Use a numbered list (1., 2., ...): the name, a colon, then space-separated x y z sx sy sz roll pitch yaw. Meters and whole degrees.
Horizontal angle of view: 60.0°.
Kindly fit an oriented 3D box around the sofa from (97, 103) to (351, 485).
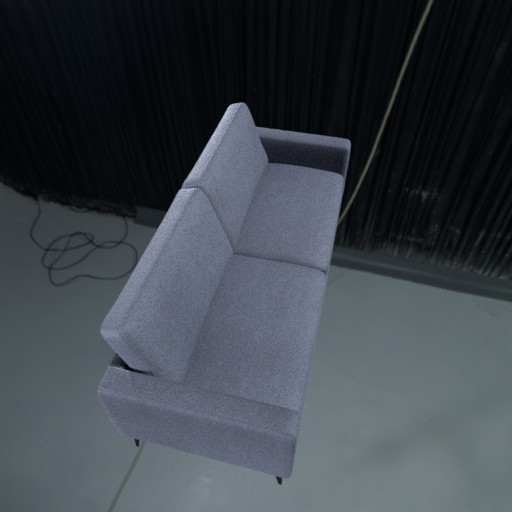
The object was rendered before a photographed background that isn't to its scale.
1. sofa: 0.000 0.000 2.327 0.774 0.828 1.925 10 48 9
